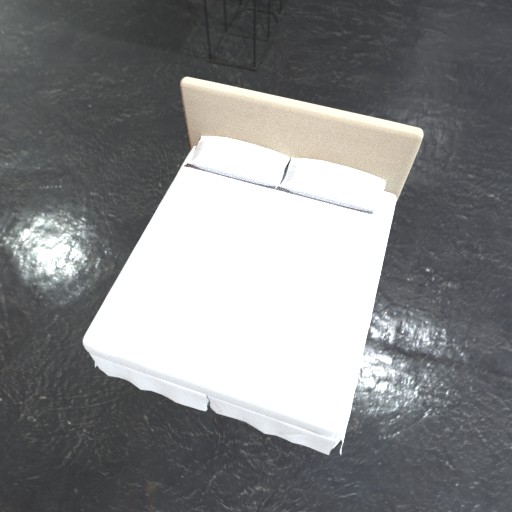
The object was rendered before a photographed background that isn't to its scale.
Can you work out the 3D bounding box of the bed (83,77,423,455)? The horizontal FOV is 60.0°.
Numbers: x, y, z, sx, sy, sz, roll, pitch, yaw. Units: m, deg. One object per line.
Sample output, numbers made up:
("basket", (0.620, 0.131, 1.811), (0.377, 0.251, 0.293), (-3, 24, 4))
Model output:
("bed", (0.000, 0.000, 3.572), (2.119, 1.317, 2.319), (16, 59, 10))
